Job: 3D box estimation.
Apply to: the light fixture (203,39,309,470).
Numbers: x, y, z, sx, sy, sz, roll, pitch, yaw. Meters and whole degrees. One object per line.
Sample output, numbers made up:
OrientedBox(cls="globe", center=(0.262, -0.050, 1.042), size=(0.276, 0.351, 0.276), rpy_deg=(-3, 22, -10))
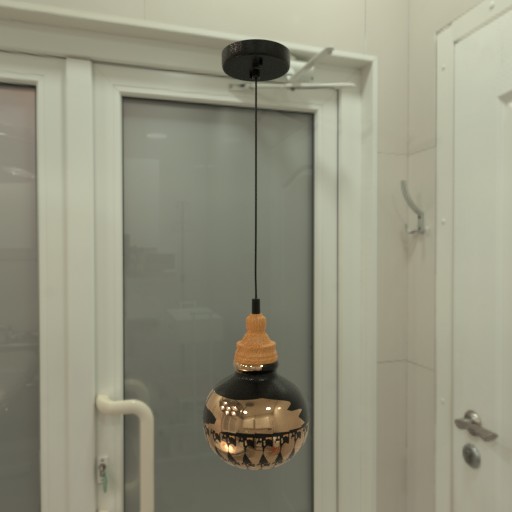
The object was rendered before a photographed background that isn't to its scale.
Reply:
OrientedBox(cls="light fixture", center=(0.000, 0.000, 1.786), size=(0.430, 1.606, 0.430), rpy_deg=(0, 1, -17))
